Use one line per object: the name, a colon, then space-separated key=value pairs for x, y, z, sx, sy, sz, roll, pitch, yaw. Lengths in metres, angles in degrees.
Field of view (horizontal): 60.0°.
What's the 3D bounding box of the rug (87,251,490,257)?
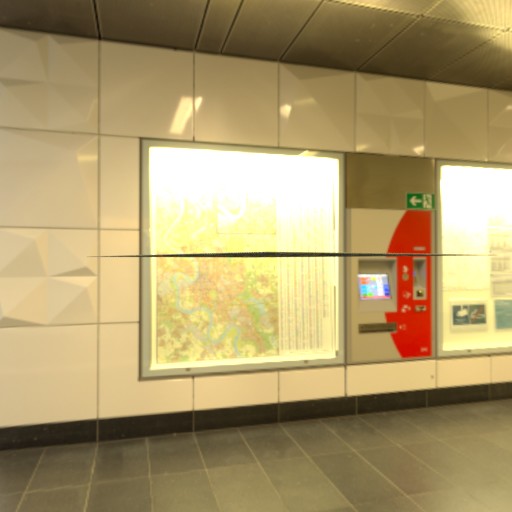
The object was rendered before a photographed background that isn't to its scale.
rug: x=0.000 y=0.000 z=2.265 sx=1.206 sy=0.003 sz=1.835 roll=0 pitch=-1 yaw=-35
